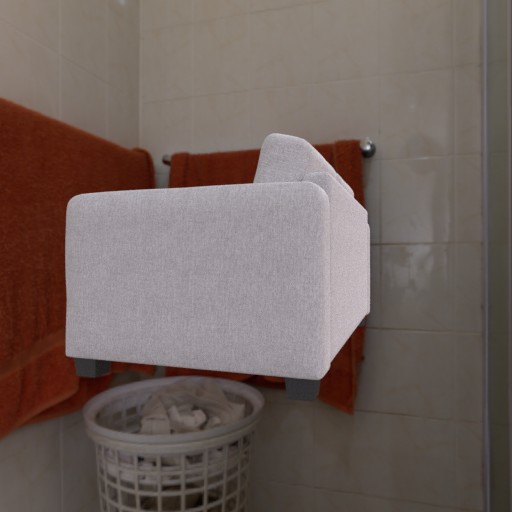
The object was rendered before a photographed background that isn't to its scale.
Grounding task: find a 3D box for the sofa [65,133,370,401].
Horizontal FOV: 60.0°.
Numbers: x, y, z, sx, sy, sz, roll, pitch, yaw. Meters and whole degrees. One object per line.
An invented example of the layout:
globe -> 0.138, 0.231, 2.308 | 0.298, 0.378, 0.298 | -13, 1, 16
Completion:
sofa -> 0.000, 0.000, 2.038 | 0.900, 0.800, 1.540 | 0, 0, 19
